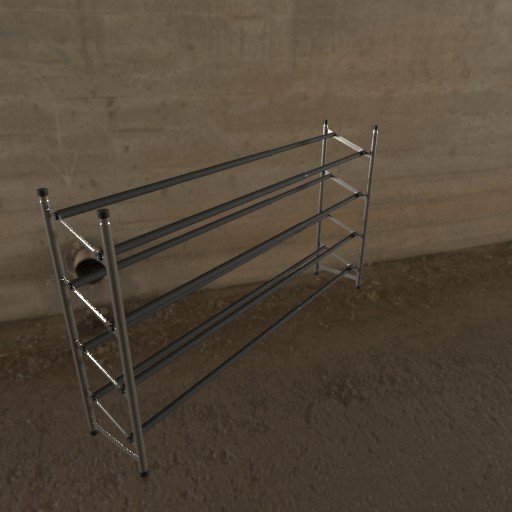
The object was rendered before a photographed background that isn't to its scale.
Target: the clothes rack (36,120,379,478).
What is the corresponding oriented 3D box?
[{"bbox_3d":[0.000,0.000,1.390,0.229,0.672,1.168,18,31,34],"label":"clothes rack"}]
